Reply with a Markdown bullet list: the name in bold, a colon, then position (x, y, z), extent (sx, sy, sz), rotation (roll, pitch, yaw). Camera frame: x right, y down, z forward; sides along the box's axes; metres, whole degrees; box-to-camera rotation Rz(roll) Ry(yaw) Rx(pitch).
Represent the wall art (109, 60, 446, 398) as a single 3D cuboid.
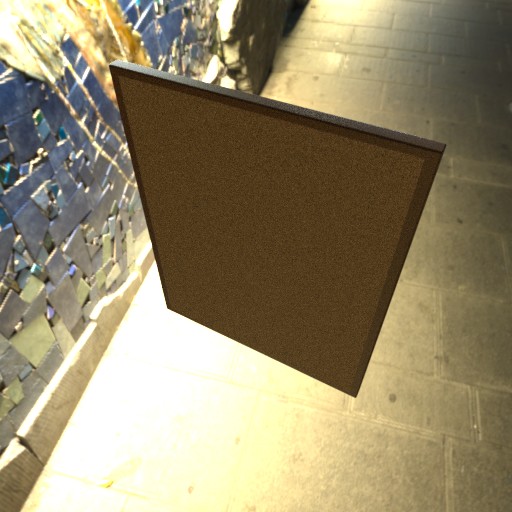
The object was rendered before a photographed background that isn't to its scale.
- **wall art**: position (0.000, 0.000, 0.735), extent (0.449, 0.550, 0.021), rotation (21, 50, 19)
